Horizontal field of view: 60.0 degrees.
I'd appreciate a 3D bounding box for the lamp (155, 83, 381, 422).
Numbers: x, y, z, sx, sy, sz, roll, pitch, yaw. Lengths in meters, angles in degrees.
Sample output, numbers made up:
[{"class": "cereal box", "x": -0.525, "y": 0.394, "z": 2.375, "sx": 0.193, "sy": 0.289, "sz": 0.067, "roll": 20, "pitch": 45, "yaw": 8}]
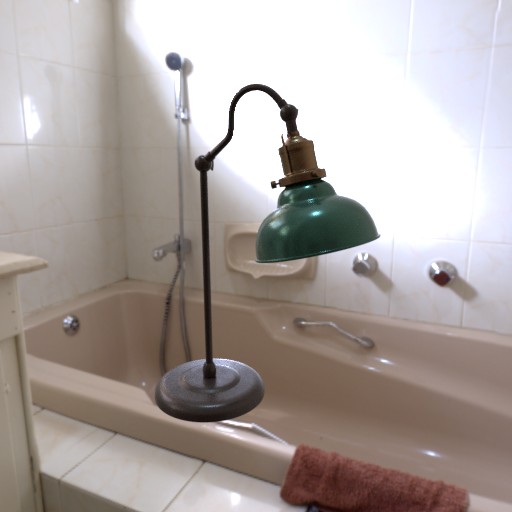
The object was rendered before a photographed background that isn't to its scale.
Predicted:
[{"class": "lamp", "x": 0.000, "y": 0.000, "z": 0.691, "sx": 0.374, "sy": 0.508, "sz": 0.192, "roll": 6, "pitch": 13, "yaw": 27}]
